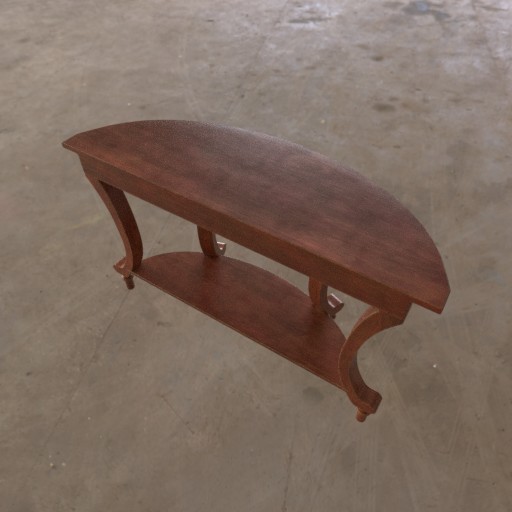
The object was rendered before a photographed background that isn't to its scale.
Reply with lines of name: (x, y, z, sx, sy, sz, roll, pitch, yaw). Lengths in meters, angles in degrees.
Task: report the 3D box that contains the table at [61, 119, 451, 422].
table: (0.000, 0.000, 1.530, 1.198, 0.699, 0.394, 25, 51, 22)
